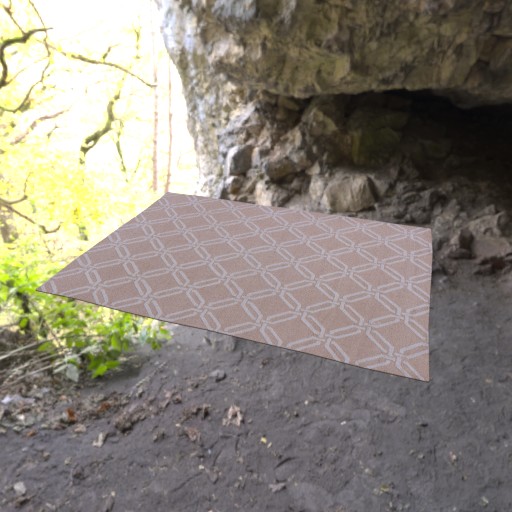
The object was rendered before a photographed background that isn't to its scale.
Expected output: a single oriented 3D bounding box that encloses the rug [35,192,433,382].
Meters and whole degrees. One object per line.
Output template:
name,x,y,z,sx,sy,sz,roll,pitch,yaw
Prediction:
rug,0.000,0.000,4.464,3.365,0.020,2.452,10,32,16
